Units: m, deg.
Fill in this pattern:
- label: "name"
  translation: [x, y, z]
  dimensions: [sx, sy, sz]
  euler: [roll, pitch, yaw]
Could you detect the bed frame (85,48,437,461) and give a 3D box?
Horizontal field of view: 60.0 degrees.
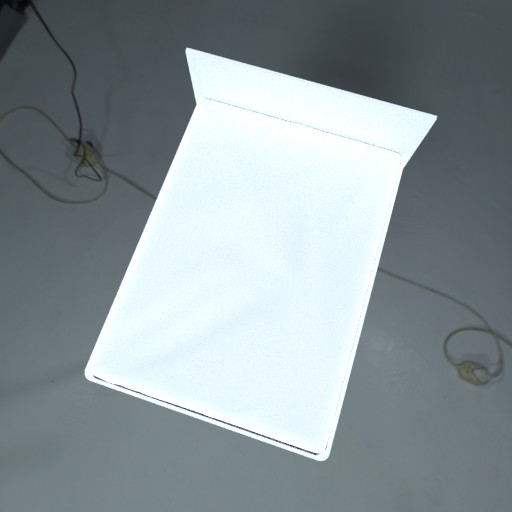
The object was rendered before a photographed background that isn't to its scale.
- label: "bed frame"
  translation: [0.000, 0.000, 2.660]
  dimensions: [1.490, 0.800, 1.950]
  euler: [17, 74, 5]
